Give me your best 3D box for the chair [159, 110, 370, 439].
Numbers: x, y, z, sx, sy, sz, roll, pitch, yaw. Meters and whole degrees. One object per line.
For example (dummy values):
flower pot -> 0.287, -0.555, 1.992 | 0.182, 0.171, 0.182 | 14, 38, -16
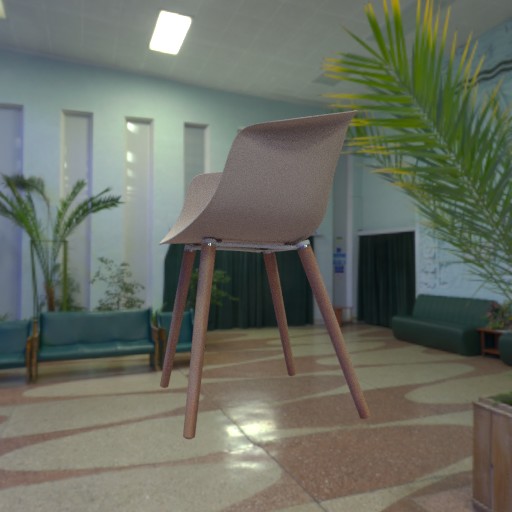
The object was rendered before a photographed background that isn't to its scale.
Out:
chair -> 0.000, 0.000, 1.204 | 0.504, 0.781, 0.593 | 0, -1, -19
